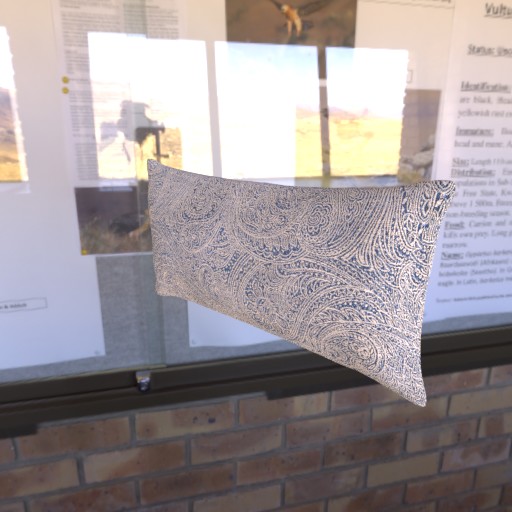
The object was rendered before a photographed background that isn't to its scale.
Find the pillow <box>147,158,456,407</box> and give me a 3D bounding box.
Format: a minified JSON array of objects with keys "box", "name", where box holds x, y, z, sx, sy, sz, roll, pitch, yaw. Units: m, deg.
[{"box":[0.000,0.000,0.738,0.615,0.295,0.151,15,22,42],"name":"pillow"}]
